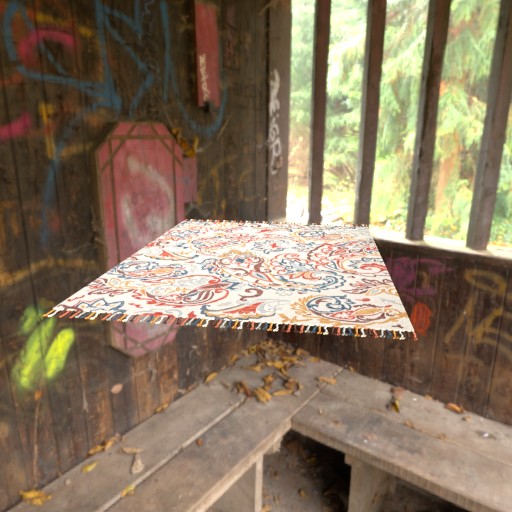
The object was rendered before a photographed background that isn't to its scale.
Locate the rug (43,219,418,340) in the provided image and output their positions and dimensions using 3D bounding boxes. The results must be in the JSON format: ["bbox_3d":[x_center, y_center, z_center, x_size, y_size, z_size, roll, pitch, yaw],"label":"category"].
[{"bbox_3d":[0.000,0.000,4.378,2.439,0.015,3.274,2,16,8],"label":"rug"}]
